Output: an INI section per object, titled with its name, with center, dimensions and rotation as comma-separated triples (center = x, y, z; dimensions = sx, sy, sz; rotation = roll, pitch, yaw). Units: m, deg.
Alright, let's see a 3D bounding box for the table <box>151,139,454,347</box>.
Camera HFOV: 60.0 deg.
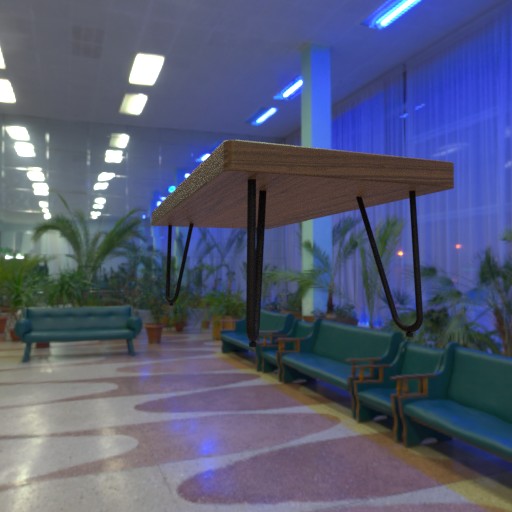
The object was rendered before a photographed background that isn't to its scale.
[table]
center = 0.000, 0.000, 1.702
dimensions = 0.637, 0.468, 1.375
rotation = 1, -2, -20
